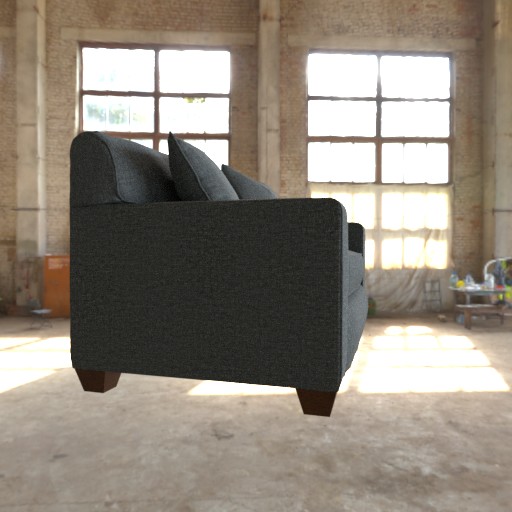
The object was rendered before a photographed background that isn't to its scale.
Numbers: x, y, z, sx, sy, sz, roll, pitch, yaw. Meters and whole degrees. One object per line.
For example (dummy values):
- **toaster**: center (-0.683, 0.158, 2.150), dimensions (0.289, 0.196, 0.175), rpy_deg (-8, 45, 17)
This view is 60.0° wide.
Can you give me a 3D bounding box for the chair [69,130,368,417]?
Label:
- **chair**: center (0.000, 0.000, 2.071), dimensions (1.000, 0.948, 1.383), rpy_deg (0, 1, 16)
